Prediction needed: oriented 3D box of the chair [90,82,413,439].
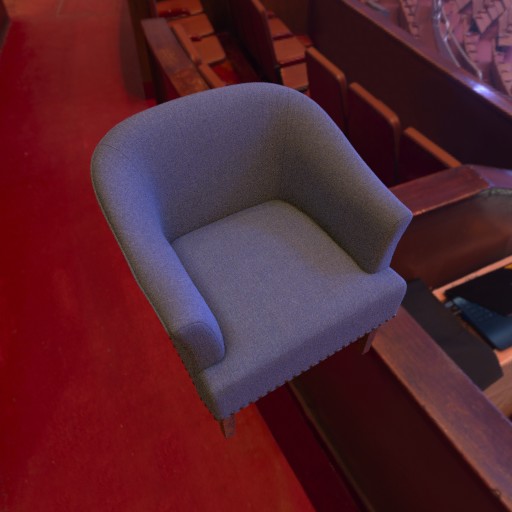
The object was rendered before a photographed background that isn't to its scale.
[{"bbox_3d":[0.000,0.000,1.435,0.798,0.815,0.704,-25,52,-21],"label":"chair"}]
